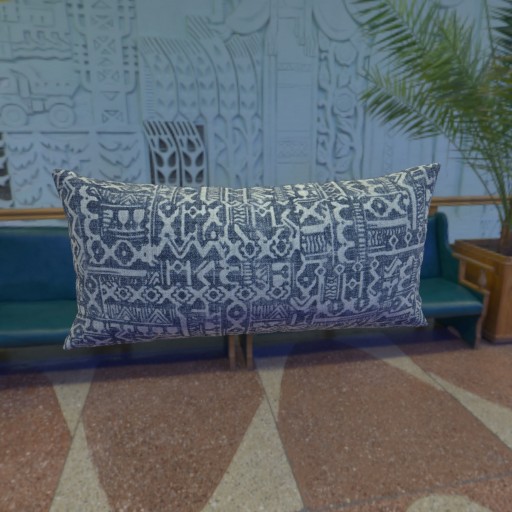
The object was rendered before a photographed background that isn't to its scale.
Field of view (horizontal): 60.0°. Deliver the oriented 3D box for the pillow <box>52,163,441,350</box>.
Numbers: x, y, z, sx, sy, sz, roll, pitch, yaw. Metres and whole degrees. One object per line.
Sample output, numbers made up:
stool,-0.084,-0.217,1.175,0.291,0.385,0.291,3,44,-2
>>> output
pillow,0.000,0.000,0.724,0.631,0.292,0.148,-2,16,-8
